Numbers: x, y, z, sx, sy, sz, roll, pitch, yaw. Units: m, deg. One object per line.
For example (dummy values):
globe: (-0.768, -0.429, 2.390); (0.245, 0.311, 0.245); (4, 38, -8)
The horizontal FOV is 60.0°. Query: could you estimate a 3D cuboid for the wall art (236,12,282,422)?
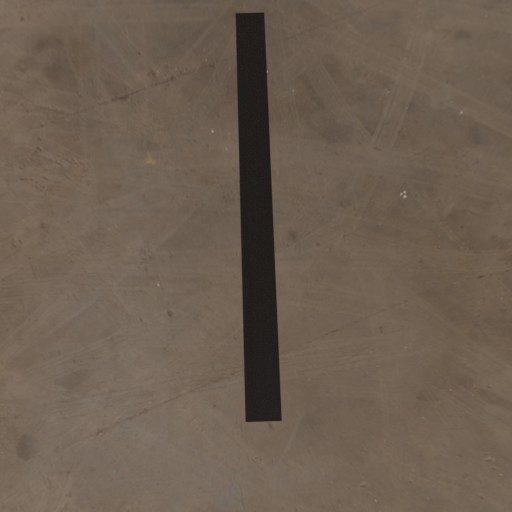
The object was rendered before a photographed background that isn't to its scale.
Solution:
wall art: (0.000, 0.000, 0.737); (0.034, 0.552, 0.455); (-2, 76, 0)
